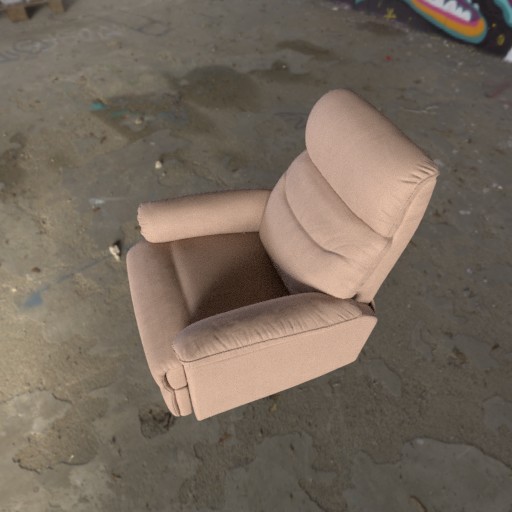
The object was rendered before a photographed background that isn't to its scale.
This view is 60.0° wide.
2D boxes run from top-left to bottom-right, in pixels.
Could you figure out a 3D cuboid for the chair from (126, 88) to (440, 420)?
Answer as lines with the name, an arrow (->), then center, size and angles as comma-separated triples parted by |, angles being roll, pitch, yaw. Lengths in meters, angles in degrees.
chair -> 0.000, 0.000, 1.742 | 1.004, 1.037, 0.820 | -15, 48, -14
